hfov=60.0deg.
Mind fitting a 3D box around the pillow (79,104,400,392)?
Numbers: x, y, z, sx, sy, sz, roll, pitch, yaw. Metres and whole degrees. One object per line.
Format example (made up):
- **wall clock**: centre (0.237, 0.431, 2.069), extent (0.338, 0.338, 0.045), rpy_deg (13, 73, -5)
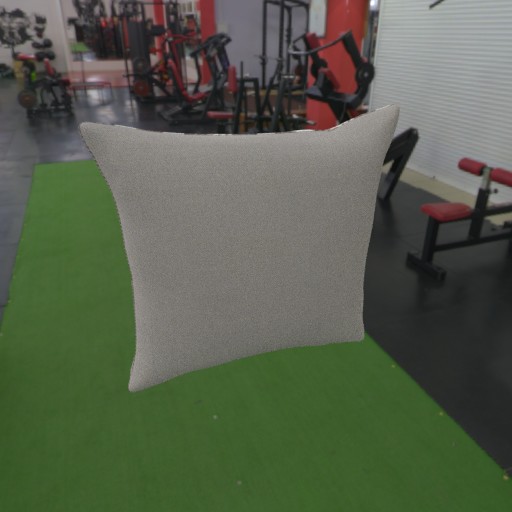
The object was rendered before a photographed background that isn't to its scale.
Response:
- **pillow**: centre (0.000, 0.000, 0.639), extent (0.416, 0.401, 0.173), rpy_deg (-9, 28, -17)
